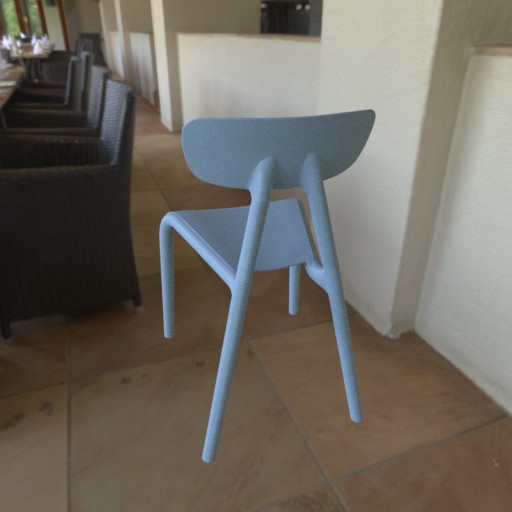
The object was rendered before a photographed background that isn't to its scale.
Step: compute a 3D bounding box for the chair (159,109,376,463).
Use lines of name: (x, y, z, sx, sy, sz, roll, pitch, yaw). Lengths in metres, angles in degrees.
chair: (0.000, 0.000, 0.858, 0.356, 0.580, 0.401, -8, 28, -16)
